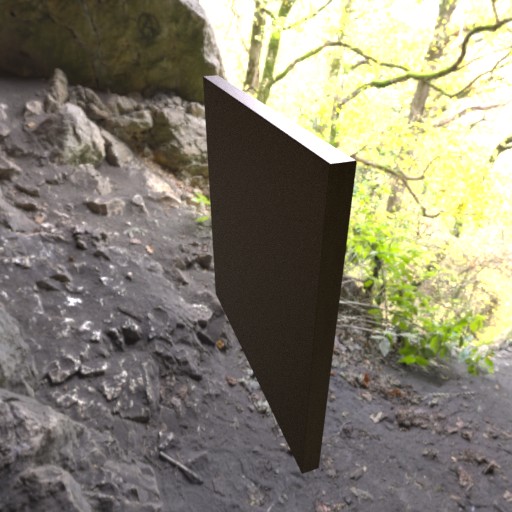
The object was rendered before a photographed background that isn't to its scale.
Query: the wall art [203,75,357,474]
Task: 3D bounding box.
[{"bbox_3d":[0.000,0.000,0.767,0.030,0.506,0.503,-11,33,-17],"label":"wall art"}]
